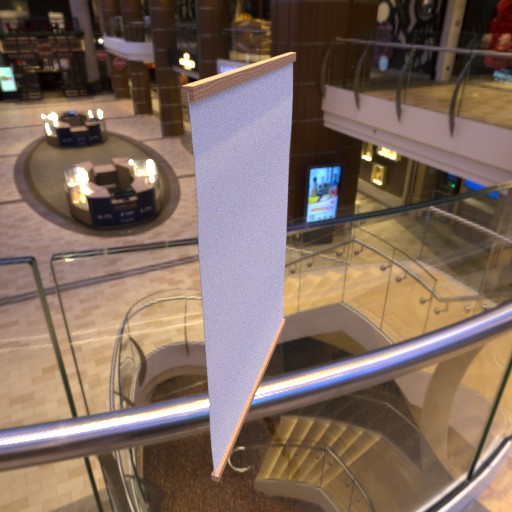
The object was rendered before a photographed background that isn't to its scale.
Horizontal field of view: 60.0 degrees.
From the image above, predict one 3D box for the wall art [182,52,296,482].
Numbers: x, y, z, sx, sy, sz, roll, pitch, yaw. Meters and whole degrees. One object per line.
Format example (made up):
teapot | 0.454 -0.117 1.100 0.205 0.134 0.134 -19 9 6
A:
wall art | 0.000 0.000 1.274 0.020 1.016 0.739 9 30 15
